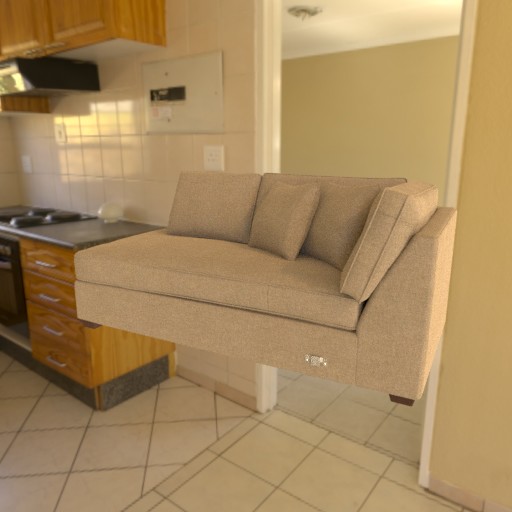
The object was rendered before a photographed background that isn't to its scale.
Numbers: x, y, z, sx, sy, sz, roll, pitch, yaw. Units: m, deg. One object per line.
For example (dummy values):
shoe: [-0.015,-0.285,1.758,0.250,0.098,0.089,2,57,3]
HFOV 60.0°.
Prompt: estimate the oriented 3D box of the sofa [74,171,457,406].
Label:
sofa: [0.000,0.000,2.840,2.238,1.019,1.110,7,15,27]
